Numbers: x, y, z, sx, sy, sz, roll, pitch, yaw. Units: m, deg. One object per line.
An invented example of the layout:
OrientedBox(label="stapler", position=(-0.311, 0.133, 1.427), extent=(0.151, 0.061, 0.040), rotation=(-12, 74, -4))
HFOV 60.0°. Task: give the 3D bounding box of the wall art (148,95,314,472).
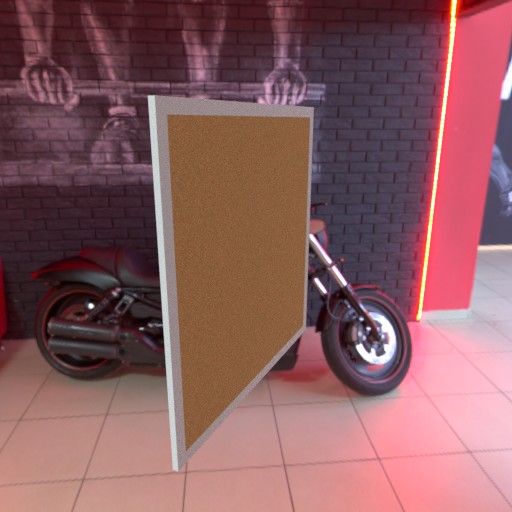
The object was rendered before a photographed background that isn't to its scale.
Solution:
OrientedBox(label="wall art", position=(0.000, 0.000, 0.701), extent=(0.009, 0.457, 0.456), rotation=(8, 19, 26))
